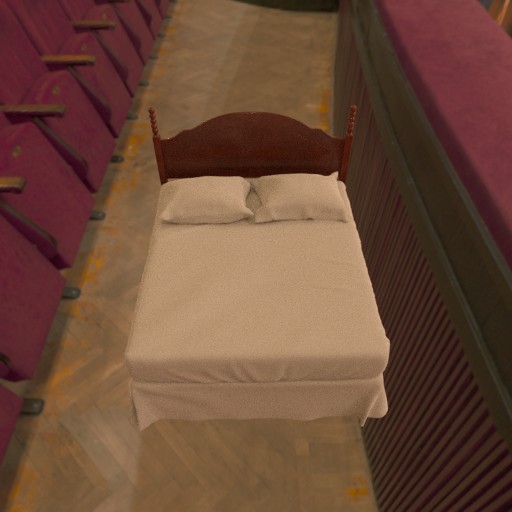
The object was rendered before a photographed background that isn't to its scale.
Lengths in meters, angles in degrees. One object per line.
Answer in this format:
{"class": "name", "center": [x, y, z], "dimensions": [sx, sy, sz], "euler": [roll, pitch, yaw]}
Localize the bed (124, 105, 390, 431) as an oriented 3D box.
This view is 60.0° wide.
{"class": "bed", "center": [0.000, 0.000, 3.273], "dimensions": [1.873, 1.356, 2.040], "euler": [-1, 45, -1]}
